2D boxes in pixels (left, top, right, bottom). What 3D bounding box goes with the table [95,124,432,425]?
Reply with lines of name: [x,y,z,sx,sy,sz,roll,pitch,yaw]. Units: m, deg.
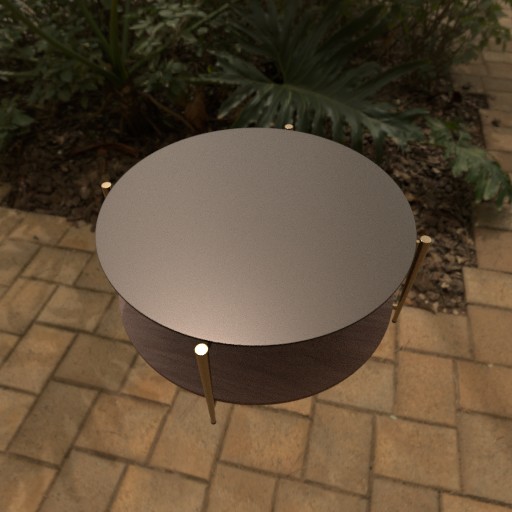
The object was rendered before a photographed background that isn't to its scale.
table: [0.000,0.000,1.477,0.938,0.400,0.938,-11,48,-11]
